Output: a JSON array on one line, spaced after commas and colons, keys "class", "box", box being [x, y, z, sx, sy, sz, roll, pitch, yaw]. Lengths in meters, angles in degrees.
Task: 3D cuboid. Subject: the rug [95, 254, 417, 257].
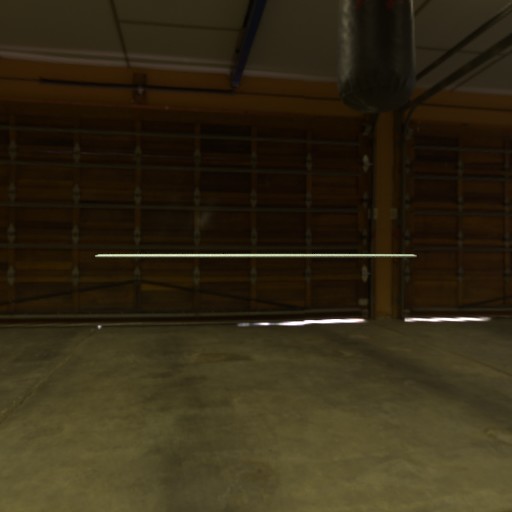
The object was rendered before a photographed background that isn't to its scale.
[{"class": "rug", "box": [0.000, 0.000, 2.334, 1.593, 0.012, 1.593, 0, 0, 0]}]
